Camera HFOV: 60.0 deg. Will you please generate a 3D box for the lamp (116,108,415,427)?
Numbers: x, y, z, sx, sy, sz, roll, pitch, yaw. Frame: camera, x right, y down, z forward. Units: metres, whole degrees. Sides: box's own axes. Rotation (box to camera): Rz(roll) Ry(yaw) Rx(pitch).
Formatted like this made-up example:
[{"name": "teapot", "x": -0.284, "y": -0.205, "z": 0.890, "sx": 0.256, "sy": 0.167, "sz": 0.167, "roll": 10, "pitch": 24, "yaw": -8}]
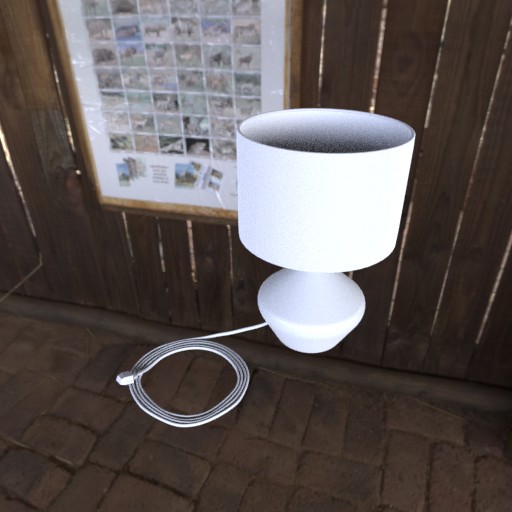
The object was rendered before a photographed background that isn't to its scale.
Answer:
[{"name": "lamp", "x": 0.000, "y": 0.000, "z": 0.840, "sx": 0.546, "sy": 0.457, "sz": 0.401, "roll": -1, "pitch": 30, "yaw": -2}]
